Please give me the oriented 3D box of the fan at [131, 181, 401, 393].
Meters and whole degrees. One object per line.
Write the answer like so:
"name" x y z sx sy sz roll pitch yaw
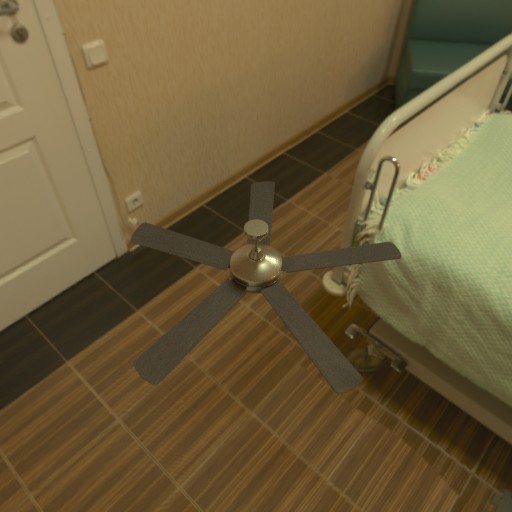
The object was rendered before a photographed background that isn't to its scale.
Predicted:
"fan" 0.000 0.000 2.020 1.321 0.356 1.321 10 47 9
